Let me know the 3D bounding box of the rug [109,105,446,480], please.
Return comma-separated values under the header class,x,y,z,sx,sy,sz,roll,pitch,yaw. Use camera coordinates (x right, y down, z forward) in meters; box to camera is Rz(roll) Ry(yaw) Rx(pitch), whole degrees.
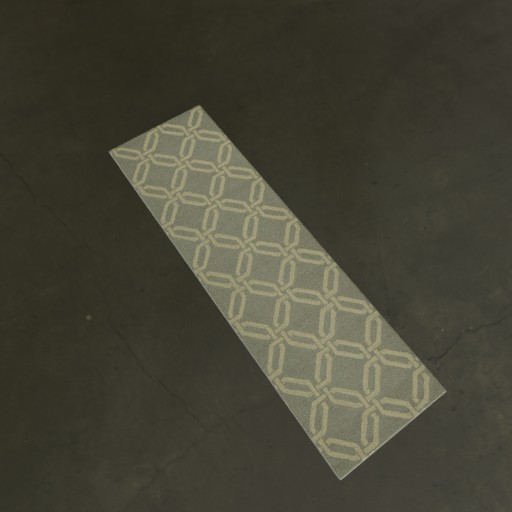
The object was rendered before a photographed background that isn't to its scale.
class,x,y,z,sx,sy,sz,roll,pitch,yaw
rug,0.000,0.000,2.486,0.678,0.014,2.276,-32,69,-14
